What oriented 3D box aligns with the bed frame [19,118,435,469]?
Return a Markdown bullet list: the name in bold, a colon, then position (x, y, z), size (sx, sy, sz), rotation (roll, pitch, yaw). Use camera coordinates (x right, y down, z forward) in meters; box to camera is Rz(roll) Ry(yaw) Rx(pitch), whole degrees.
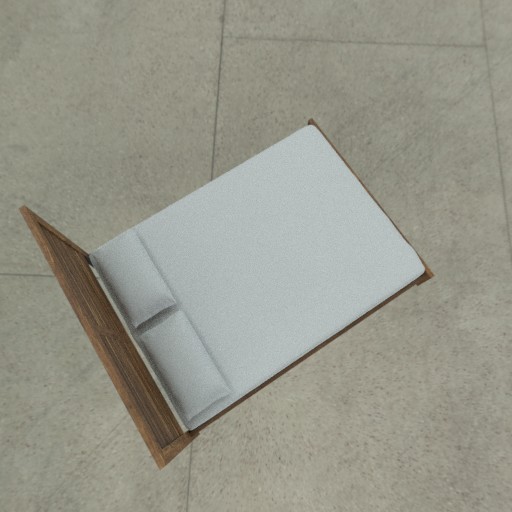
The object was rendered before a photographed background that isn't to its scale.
- **bed frame**: position (0.000, 0.000, 3.292), size (2.276, 1.417, 1.696), rotation (-32, 77, -9)
